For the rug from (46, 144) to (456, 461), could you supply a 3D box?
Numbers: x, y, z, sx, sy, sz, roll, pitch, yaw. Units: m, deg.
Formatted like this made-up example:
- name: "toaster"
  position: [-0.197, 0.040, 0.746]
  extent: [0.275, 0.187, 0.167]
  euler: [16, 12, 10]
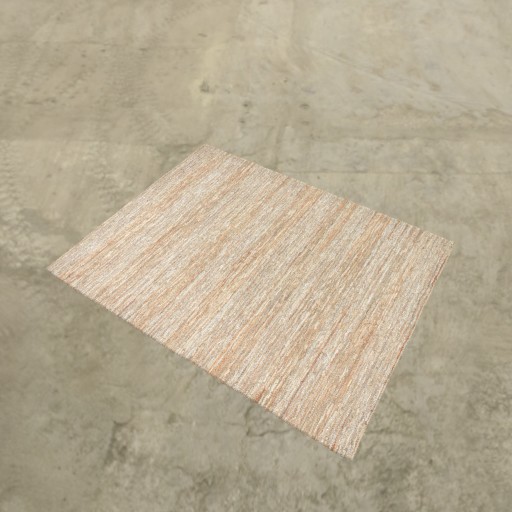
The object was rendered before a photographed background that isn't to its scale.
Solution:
- name: "rug"
  position: [0.000, 0.000, 3.982]
  extent: [2.939, 0.009, 2.313]
  euler: [26, 53, 22]
